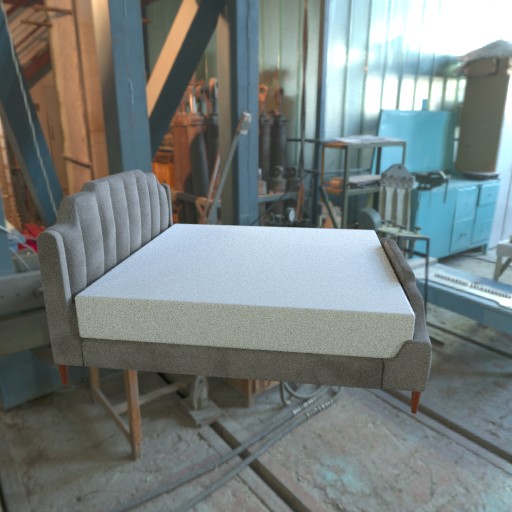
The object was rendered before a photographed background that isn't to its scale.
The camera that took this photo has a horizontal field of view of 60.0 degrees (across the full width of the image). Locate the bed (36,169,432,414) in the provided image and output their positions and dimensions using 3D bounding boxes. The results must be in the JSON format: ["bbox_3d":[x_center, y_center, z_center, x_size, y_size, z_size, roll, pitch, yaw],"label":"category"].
[{"bbox_3d":[0.000,0.000,3.535,2.340,1.245,2.074,2,17,8],"label":"bed"}]
